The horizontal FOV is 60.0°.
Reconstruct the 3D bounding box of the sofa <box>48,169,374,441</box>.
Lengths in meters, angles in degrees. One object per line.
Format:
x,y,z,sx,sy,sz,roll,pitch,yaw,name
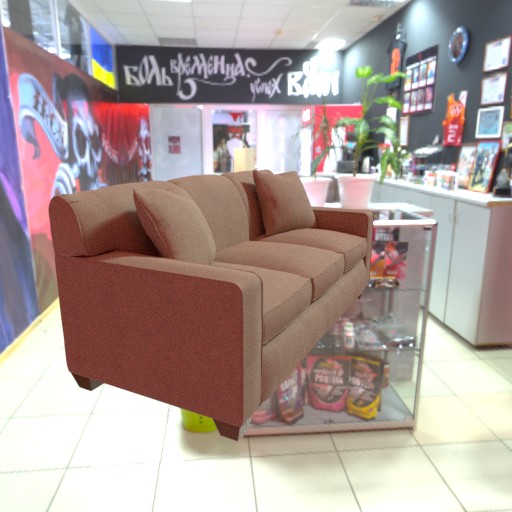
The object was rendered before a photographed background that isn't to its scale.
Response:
0.000,0.000,2.635,0.997,0.958,2.024,7,16,26,sofa
